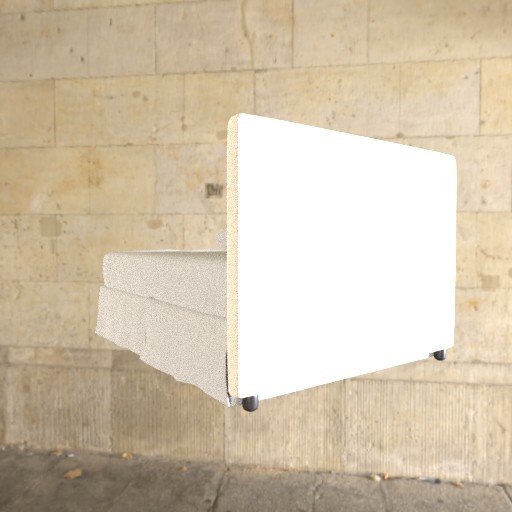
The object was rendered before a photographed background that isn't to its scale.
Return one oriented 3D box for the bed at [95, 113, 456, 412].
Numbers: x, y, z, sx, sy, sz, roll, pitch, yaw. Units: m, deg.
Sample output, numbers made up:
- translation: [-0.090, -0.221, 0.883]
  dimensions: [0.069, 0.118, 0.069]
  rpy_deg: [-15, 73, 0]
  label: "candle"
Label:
- translation: [0.000, 0.000, 3.238]
  dimensions: [1.748, 1.330, 2.142]
  rpy_deg: [-1, 2, -35]
  label: "bed"
